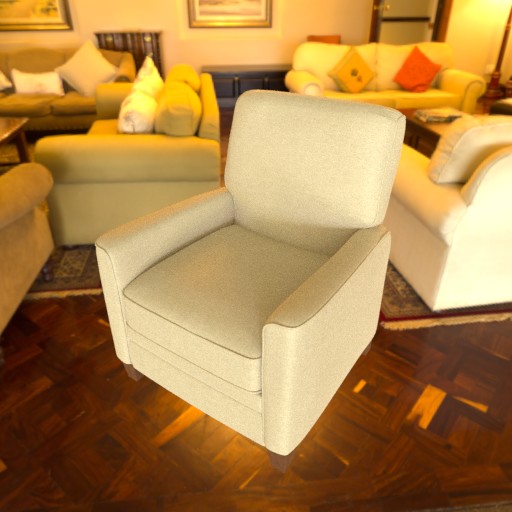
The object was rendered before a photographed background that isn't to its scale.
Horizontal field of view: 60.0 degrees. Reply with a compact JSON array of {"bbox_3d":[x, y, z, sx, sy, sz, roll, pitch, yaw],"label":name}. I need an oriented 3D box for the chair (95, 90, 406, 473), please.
[{"bbox_3d":[0.000,0.000,1.631,0.841,1.023,0.858,19,35,29],"label":"chair"}]
